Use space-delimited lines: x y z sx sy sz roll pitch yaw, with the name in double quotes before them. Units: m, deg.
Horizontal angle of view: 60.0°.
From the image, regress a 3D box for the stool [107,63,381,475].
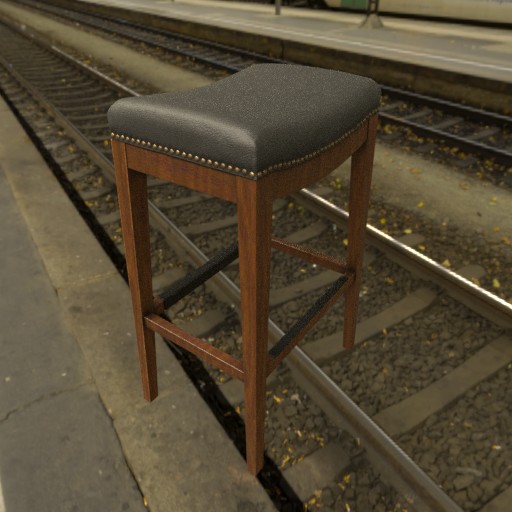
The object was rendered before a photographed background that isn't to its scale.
"stool" 0.000 0.000 1.031 0.361 0.765 0.500 21 39 29
